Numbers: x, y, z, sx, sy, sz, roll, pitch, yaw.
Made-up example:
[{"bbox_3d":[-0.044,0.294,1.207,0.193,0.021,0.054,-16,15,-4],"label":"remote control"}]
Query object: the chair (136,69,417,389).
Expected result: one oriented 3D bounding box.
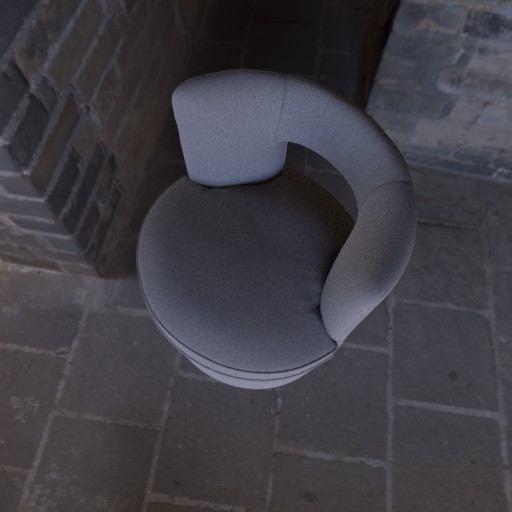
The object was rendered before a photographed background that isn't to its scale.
[{"bbox_3d":[0.000,0.000,1.251,0.660,0.719,0.689,-36,70,-16],"label":"chair"}]
